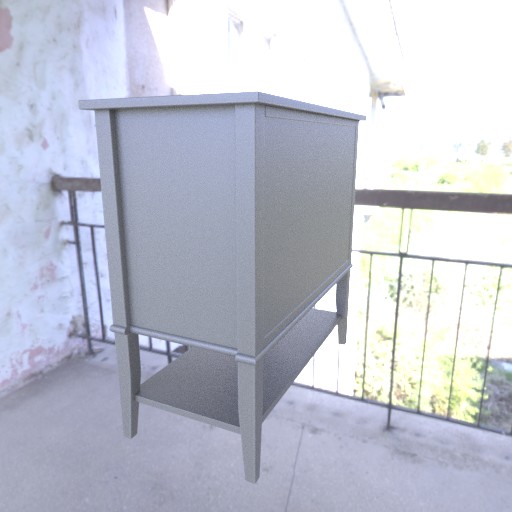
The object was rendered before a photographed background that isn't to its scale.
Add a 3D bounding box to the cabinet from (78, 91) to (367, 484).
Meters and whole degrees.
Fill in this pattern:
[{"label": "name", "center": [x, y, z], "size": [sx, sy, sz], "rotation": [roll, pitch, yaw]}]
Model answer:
[{"label": "cabinet", "center": [0.000, 0.000, 1.241], "size": [0.396, 0.780, 0.801], "rotation": [7, 16, 25]}]
